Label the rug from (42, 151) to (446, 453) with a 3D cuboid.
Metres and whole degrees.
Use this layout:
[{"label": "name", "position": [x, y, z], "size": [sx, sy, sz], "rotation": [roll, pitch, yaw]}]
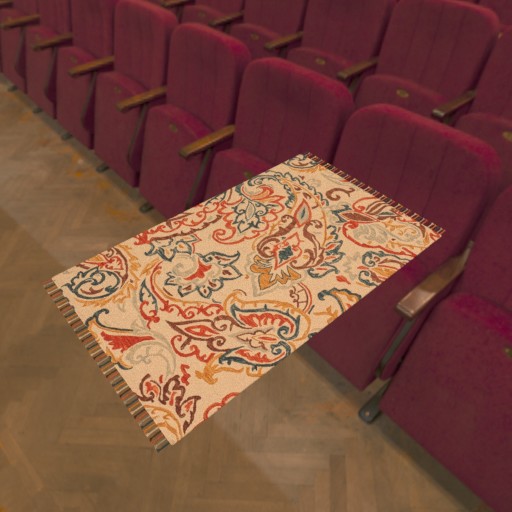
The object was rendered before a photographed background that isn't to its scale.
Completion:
[{"label": "rug", "position": [0.000, 0.000, 3.233], "size": [2.584, 0.010, 1.523], "rotation": [-31, 53, -28]}]
